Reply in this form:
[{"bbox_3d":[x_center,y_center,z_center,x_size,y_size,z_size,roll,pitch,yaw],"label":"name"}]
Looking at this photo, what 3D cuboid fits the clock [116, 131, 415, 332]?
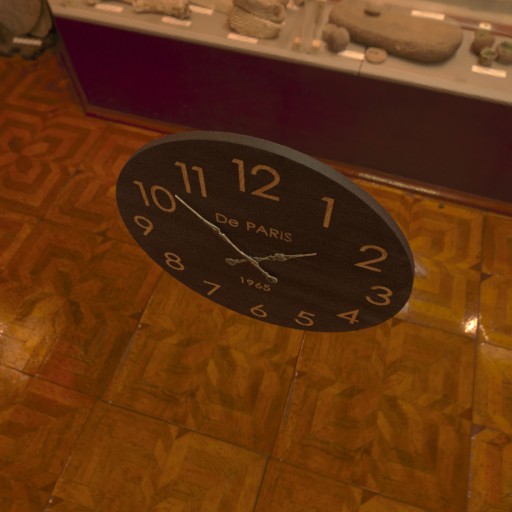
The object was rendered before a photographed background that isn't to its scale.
[{"bbox_3d":[0.000,0.000,0.878,0.595,0.595,0.029,17,60,10],"label":"clock"}]
